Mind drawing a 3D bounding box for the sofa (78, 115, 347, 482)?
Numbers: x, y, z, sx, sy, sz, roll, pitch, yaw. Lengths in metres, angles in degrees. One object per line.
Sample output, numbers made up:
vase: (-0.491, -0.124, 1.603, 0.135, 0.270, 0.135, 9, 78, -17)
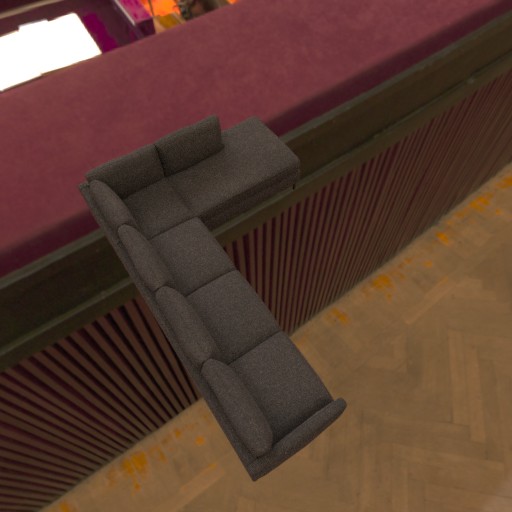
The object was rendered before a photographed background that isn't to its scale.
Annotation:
sofa: (0.000, 0.000, 3.886, 2.007, 0.815, 2.949, -30, 64, -17)
